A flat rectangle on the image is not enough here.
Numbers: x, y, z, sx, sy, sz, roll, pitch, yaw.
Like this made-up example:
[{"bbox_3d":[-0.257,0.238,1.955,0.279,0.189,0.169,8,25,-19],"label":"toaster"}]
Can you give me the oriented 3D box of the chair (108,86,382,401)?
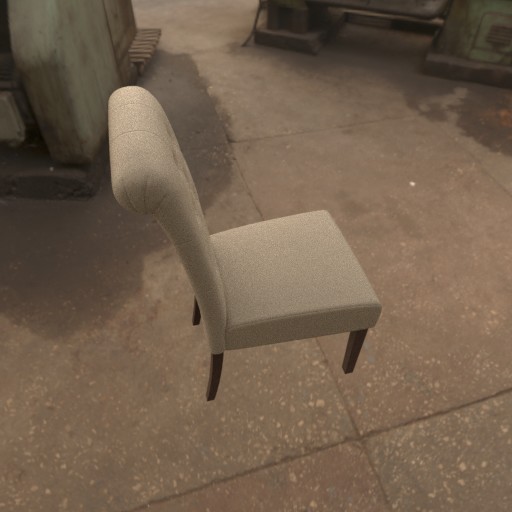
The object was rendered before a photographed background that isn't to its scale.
[{"bbox_3d":[0.000,0.000,1.368,0.671,1.006,0.456,-10,47,-10],"label":"chair"}]
